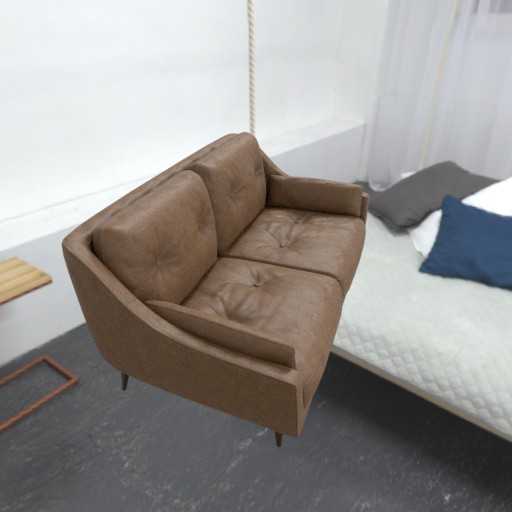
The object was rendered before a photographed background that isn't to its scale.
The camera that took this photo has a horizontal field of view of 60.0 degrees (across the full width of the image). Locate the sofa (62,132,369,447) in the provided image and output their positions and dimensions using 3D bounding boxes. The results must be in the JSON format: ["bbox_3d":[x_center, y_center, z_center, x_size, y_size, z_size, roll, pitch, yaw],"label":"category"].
[{"bbox_3d":[0.000,0.000,2.292,0.981,0.886,1.731,10,32,17],"label":"sofa"}]
